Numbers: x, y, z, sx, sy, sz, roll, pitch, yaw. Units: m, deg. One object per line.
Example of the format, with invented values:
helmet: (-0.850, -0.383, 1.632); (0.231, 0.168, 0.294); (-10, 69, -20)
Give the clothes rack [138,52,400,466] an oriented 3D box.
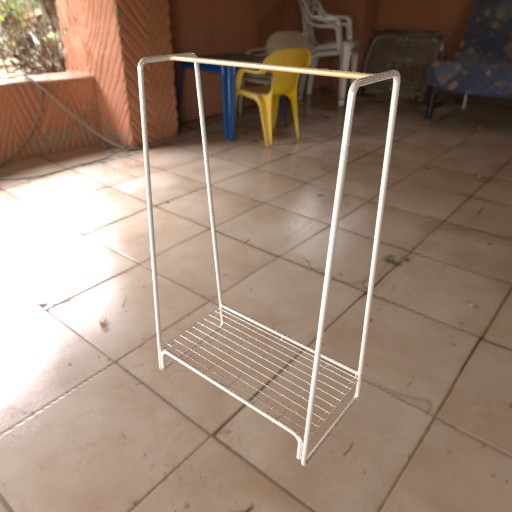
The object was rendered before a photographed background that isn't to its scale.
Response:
clothes rack: (0.000, 0.000, 1.866); (0.900, 1.500, 0.495); (22, 36, 33)
